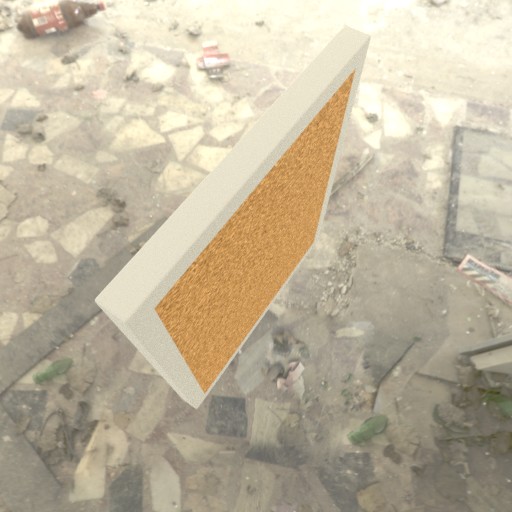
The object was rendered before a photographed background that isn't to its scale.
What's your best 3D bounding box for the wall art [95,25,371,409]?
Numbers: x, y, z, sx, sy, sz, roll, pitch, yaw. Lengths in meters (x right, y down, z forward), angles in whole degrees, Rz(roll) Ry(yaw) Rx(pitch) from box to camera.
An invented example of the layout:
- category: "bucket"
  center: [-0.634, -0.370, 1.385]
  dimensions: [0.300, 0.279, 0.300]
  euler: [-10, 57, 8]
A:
- category: "wall art"
  center: [0.000, 0.000, 0.514]
  dimensions: [0.028, 0.381, 0.331]
  euler: [32, 67, 15]
